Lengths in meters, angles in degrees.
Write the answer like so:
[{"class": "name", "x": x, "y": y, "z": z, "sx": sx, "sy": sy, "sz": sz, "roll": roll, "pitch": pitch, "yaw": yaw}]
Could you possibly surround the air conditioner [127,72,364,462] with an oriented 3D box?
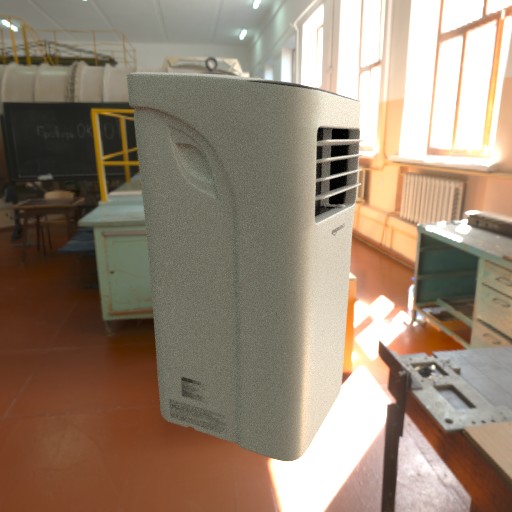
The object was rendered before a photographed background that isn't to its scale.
[{"class": "air conditioner", "x": 0.000, "y": 0.000, "z": 0.930, "sx": 0.369, "sy": 0.716, "sz": 0.352, "roll": 7, "pitch": 17, "yaw": 26}]
